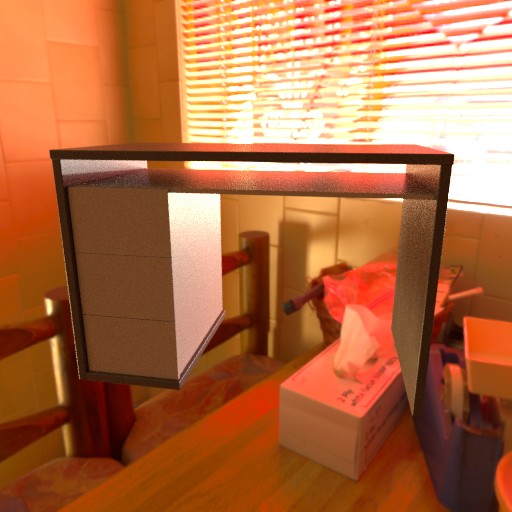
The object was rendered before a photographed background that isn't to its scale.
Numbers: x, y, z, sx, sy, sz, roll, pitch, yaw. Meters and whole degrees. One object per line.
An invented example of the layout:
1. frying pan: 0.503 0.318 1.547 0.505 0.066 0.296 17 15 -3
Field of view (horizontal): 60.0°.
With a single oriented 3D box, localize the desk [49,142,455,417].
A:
1. desk: 0.000 0.000 1.566 1.100 0.750 0.600 3 17 10
